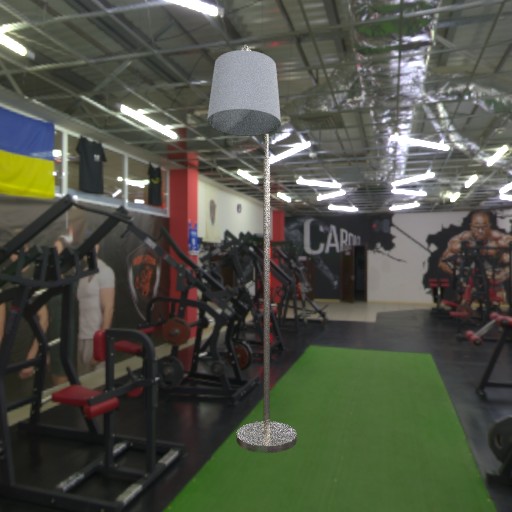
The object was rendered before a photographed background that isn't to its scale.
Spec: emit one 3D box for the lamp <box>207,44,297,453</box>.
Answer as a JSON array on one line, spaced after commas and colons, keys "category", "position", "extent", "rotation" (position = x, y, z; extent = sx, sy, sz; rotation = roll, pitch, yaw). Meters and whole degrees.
[{"category": "lamp", "position": [0.000, 0.000, 1.658], "extent": [0.254, 1.478, 0.508], "rotation": [0, 0, 19]}]
